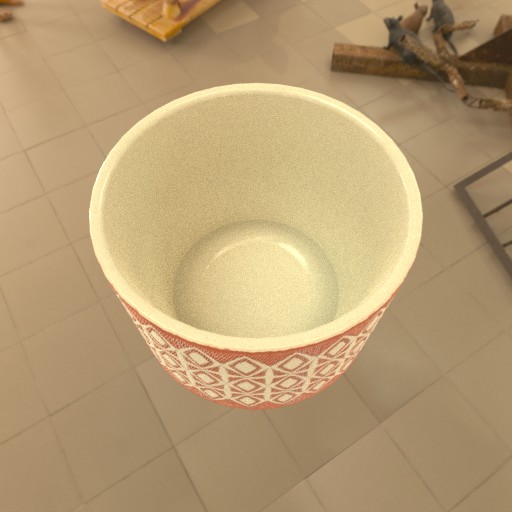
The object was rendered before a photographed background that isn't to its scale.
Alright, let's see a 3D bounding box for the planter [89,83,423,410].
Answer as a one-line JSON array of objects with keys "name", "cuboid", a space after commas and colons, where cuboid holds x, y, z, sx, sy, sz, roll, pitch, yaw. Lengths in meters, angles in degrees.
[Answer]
[{"name": "planter", "cuboid": [0.000, 0.000, 0.322, 0.192, 0.148, 0.192, 0, 59, 0]}]
